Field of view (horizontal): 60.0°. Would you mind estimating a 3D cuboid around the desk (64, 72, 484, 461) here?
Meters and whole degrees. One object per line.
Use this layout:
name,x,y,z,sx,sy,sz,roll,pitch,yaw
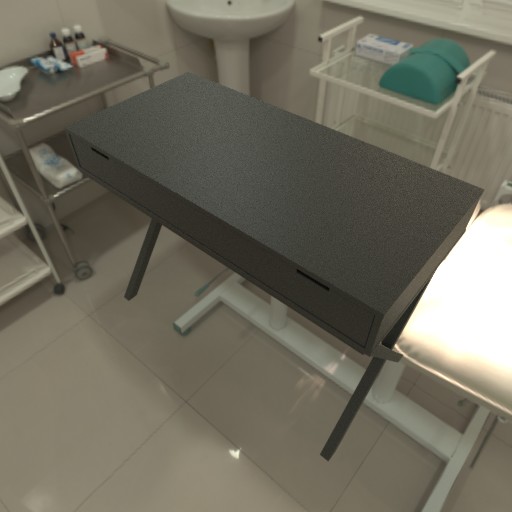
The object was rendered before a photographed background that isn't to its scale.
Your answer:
desk,0.000,0.000,1.481,1.057,0.780,0.504,31,53,27
